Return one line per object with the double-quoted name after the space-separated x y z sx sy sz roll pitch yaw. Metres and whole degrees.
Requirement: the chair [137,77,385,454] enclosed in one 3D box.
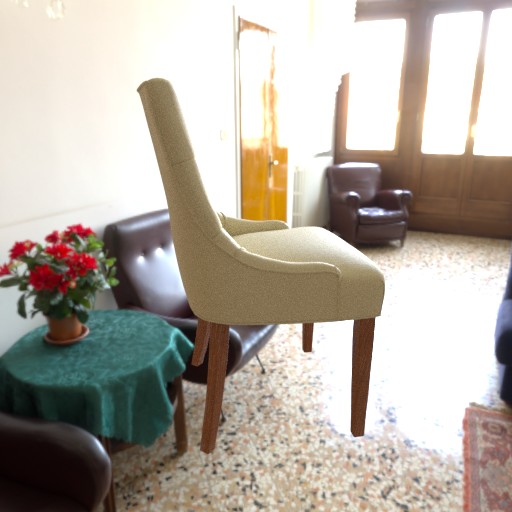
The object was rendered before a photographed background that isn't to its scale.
0.000 0.000 1.211 0.565 0.874 0.509 -3 17 -10 "chair"
